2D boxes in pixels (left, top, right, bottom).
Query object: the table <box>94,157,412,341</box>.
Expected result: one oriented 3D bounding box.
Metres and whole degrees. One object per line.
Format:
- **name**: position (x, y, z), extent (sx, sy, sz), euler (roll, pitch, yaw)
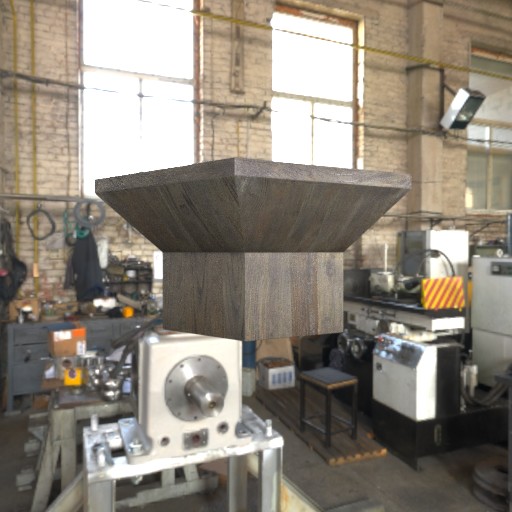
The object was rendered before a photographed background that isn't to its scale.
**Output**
- **table**: position (0.000, 0.000, 1.621), extent (1.115, 0.488, 0.966), euler (0, 1, 35)
